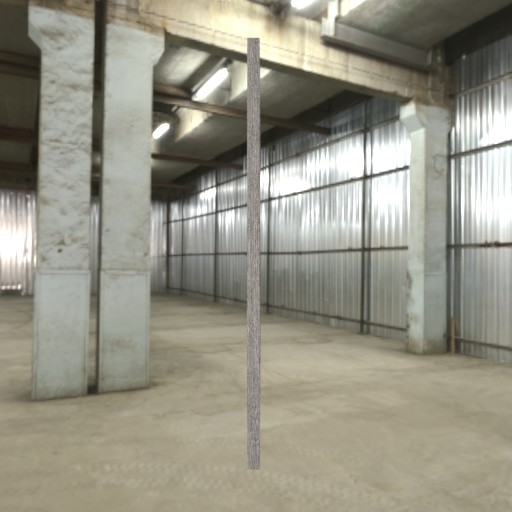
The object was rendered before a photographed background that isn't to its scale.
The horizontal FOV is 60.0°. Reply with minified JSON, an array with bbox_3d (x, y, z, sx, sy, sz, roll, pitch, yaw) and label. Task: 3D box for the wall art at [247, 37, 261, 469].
[{"bbox_3d":[0.000,0.000,1.044,0.020,0.685,0.685,0,-1,1],"label":"wall art"}]
